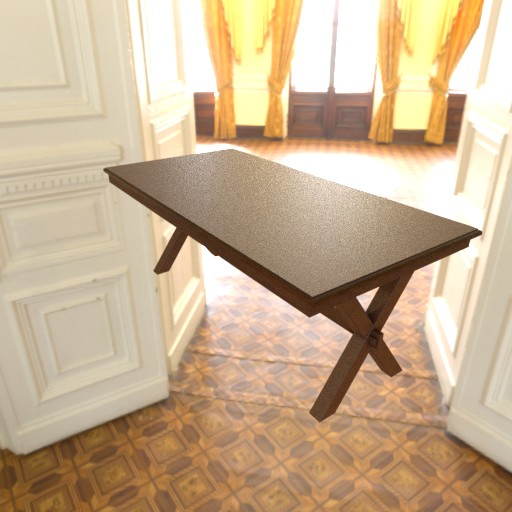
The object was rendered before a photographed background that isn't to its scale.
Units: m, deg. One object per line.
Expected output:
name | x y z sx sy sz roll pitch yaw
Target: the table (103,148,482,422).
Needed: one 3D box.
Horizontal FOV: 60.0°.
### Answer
table | 0.000 0.000 1.535 0.594 0.459 1.197 -18 31 -32
